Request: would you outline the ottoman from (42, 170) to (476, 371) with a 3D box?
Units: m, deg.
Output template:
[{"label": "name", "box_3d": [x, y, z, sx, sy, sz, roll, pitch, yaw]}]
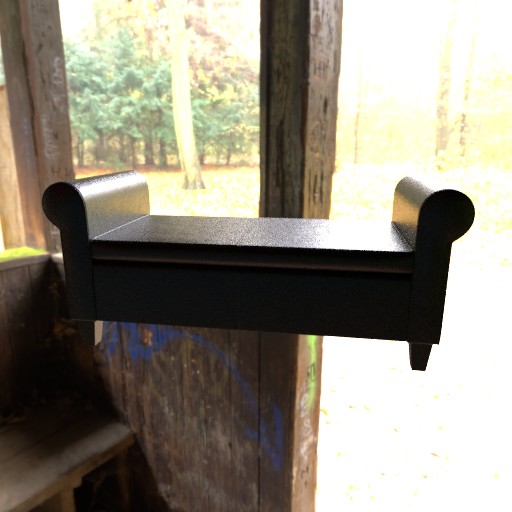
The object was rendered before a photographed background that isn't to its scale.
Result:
[{"label": "ottoman", "box_3d": [0.000, 0.000, 1.558, 1.256, 0.547, 0.521, 2, 15, 9]}]
